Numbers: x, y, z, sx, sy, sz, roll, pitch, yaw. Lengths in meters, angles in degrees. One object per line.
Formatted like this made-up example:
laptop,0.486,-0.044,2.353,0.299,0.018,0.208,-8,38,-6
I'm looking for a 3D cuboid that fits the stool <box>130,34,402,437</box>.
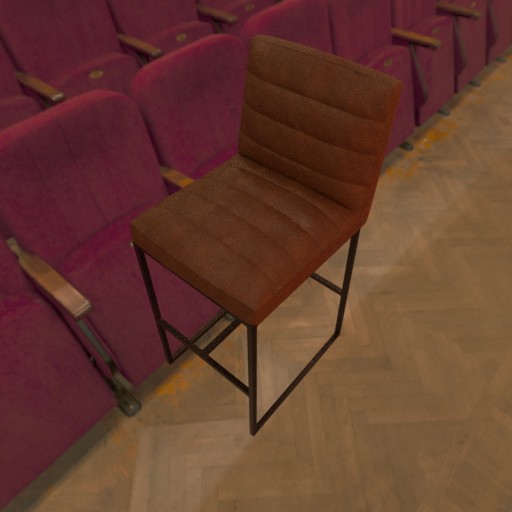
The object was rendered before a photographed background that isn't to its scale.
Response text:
stool,0.000,0.000,1.357,0.463,1.065,0.562,32,55,26
